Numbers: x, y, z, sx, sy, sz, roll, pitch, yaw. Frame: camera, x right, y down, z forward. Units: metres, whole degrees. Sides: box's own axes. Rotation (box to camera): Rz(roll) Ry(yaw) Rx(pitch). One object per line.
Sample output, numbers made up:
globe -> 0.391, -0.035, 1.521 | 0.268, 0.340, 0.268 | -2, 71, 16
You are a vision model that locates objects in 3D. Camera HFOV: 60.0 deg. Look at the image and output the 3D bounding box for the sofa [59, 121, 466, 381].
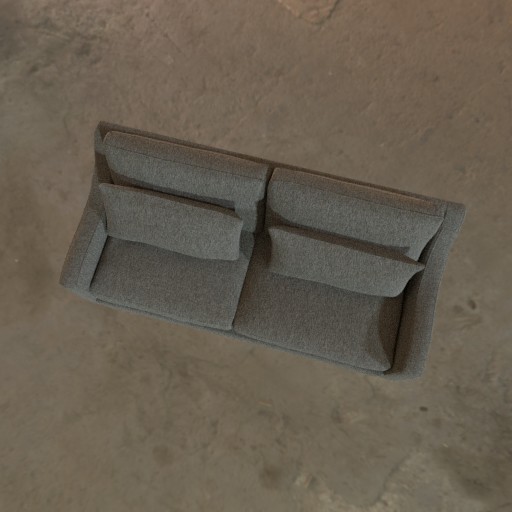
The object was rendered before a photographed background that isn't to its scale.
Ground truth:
sofa -> 0.000, 0.000, 2.988 | 2.418, 0.998, 1.103 | 14, 75, 4
